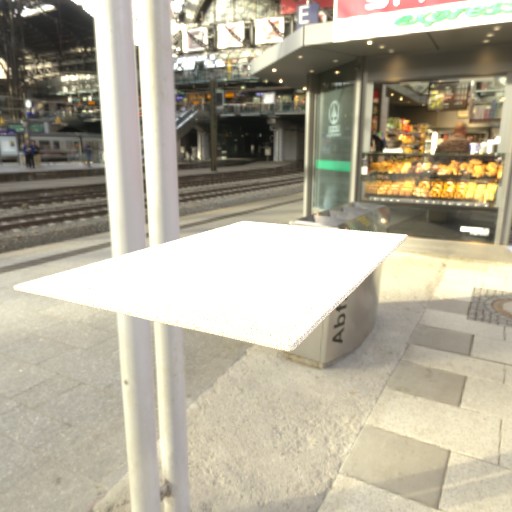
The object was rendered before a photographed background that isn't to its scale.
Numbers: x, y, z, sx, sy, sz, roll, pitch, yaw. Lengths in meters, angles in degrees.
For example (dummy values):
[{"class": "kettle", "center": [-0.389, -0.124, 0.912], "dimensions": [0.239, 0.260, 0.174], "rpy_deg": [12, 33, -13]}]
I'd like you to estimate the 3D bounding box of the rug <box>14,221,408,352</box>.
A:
[{"class": "rug", "center": [0.000, 0.000, 3.366], "dimensions": [1.778, 0.030, 2.743], "rpy_deg": [7, 15, 27]}]
